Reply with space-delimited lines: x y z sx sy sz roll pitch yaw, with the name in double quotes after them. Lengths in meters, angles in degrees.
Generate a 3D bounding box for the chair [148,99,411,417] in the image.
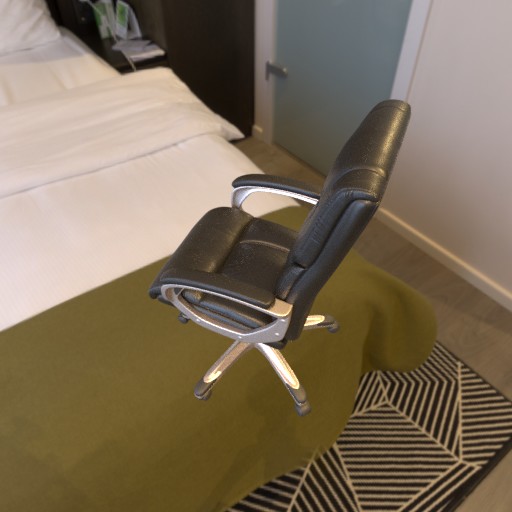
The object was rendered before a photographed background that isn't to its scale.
0.000 0.000 1.594 0.780 1.145 0.700 16 48 16 "chair"
